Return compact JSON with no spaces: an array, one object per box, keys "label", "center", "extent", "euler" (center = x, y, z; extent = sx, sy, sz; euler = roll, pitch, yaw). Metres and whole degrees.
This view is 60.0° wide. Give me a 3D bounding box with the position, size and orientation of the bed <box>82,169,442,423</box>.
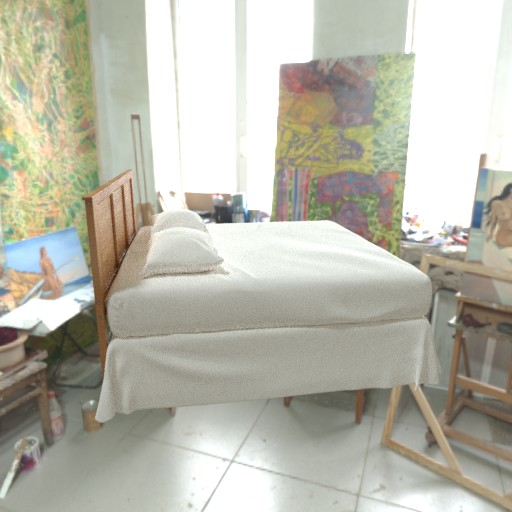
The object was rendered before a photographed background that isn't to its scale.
[{"label":"bed","center":[0.000,0.000,3.604],"extent":[2.215,1.270,2.317],"euler":[-2,15,-9]}]
